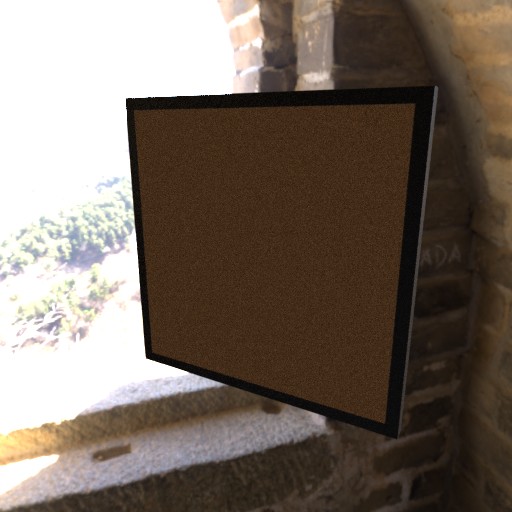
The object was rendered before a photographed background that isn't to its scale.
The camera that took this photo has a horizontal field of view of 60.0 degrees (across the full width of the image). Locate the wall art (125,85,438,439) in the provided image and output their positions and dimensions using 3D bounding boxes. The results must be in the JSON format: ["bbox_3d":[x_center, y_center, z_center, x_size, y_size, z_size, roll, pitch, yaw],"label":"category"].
[{"bbox_3d":[0.000,0.000,1.106,0.765,0.765,0.038,9,19,28],"label":"wall art"}]
